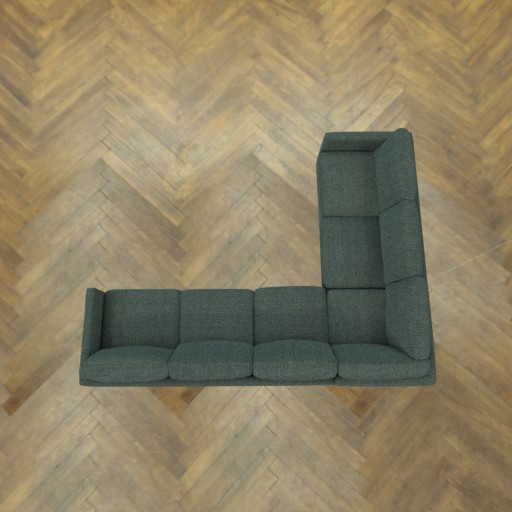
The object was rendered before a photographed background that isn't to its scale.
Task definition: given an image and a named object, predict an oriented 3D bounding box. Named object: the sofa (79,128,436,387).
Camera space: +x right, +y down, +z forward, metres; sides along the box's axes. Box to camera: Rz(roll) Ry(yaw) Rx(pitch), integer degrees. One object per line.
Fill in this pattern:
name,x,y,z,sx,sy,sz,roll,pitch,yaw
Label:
sofa,0.000,0.000,4.556,3.302,0.947,2.593,0,76,0
